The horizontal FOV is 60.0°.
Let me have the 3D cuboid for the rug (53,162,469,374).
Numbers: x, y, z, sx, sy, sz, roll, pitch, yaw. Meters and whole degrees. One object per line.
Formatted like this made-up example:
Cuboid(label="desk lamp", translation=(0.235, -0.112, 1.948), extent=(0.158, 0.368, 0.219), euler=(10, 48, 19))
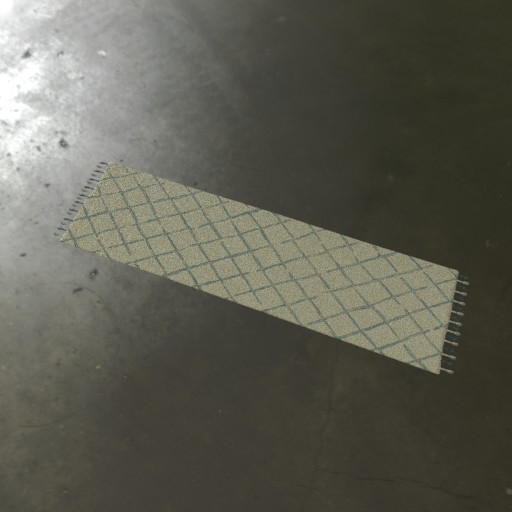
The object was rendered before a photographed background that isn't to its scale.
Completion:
Cuboid(label="rug", translation=(0.000, 0.000, 2.572), extent=(2.372, 0.008, 0.620), euler=(18, 66, 9))
